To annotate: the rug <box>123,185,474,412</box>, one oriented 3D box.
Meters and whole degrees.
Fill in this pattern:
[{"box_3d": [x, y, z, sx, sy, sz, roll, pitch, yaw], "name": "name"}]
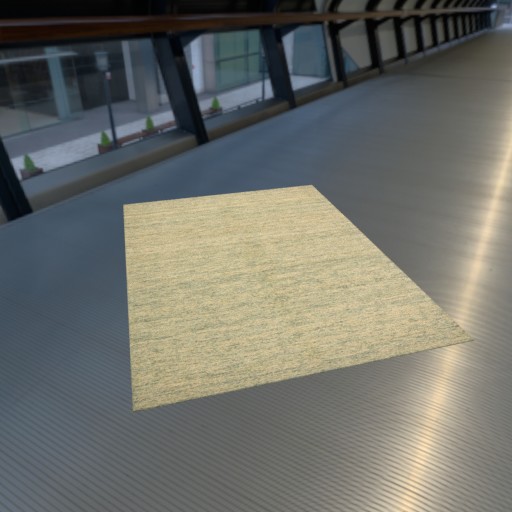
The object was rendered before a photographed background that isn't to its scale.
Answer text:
[{"box_3d": [0.000, 0.000, 4.298, 2.437, 0.014, 3.201, -8, 31, -13], "name": "rug"}]
